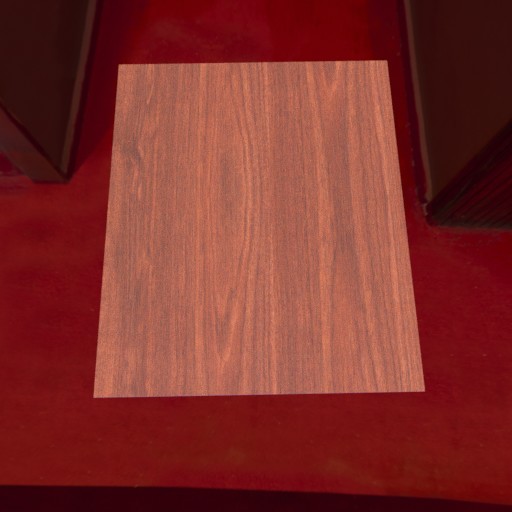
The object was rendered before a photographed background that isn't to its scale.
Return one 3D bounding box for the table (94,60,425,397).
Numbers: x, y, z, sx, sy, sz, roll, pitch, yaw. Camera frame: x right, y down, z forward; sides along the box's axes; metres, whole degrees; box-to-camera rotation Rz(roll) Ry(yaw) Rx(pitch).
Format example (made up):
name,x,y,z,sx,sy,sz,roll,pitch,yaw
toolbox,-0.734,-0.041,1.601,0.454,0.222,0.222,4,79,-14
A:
name,x,y,z,sx,sy,sz,roll,pitch,yaw
table,0.000,0.000,1.141,0.559,0.635,0.660,-1,74,0
